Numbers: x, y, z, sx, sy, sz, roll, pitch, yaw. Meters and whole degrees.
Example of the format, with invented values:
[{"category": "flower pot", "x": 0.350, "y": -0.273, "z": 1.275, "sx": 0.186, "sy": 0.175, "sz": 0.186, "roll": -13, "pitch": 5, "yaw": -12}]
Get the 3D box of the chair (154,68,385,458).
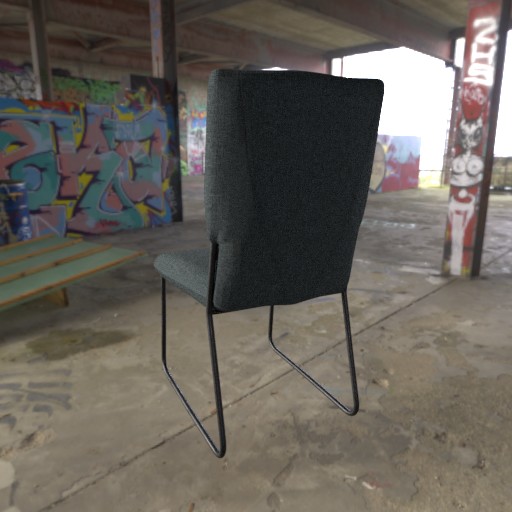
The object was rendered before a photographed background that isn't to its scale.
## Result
[{"category": "chair", "x": 0.000, "y": 0.000, "z": 1.295, "sx": 0.480, "sy": 0.931, "sz": 0.635, "roll": -7, "pitch": 15, "yaw": -25}]
